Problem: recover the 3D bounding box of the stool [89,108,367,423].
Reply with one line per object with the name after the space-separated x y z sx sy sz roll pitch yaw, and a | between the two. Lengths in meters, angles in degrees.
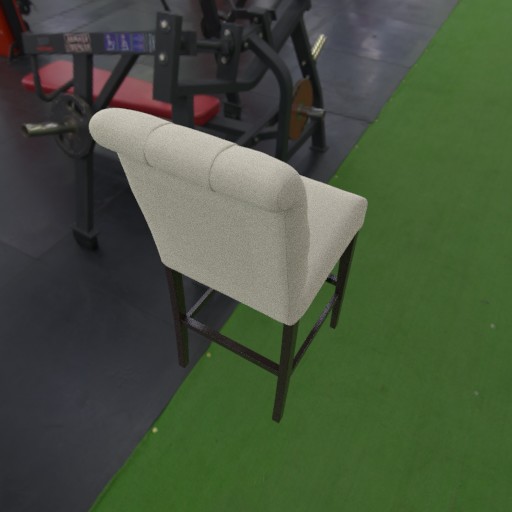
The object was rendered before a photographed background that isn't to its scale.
0.000 0.000 1.400 0.482 1.118 0.610 24 51 21 | stool
